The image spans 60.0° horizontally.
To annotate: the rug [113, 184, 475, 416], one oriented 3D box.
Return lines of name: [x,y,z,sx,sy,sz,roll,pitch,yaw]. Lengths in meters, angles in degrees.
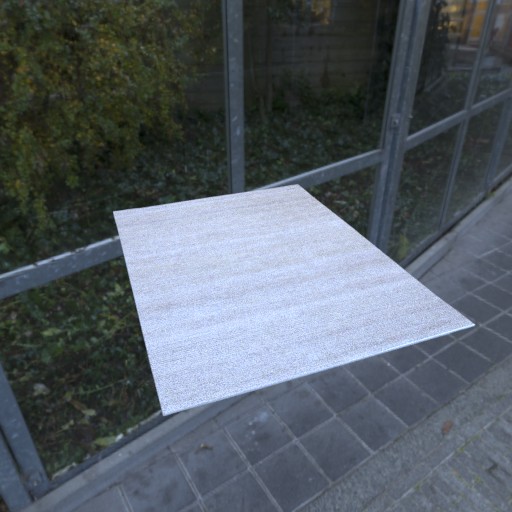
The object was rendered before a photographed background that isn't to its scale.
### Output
rug: [0.000,0.000,4.409,2.467,0.046,3.245,-11,32,-18]
